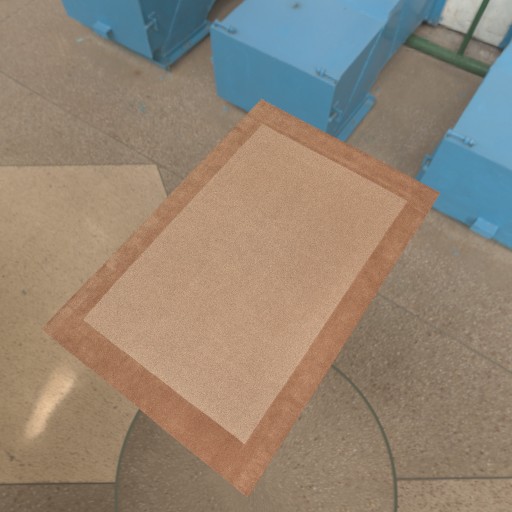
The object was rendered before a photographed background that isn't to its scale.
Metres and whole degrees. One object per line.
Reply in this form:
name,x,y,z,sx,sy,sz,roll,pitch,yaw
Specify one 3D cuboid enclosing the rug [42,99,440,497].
rug,0.000,0.000,2.292,1.219,0.014,1.829,32,68,15
